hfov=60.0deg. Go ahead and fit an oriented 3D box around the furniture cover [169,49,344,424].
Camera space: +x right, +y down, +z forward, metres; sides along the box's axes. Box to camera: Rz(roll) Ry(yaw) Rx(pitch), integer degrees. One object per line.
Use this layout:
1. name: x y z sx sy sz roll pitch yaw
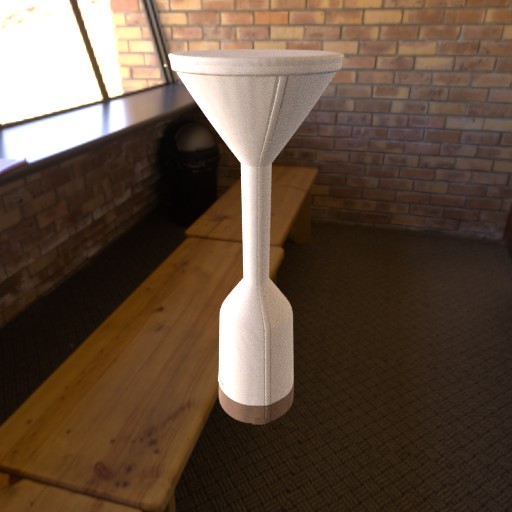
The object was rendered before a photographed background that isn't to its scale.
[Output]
1. furniture cover: 0.000 0.000 2.888 0.914 2.413 0.914 -8 28 -15
